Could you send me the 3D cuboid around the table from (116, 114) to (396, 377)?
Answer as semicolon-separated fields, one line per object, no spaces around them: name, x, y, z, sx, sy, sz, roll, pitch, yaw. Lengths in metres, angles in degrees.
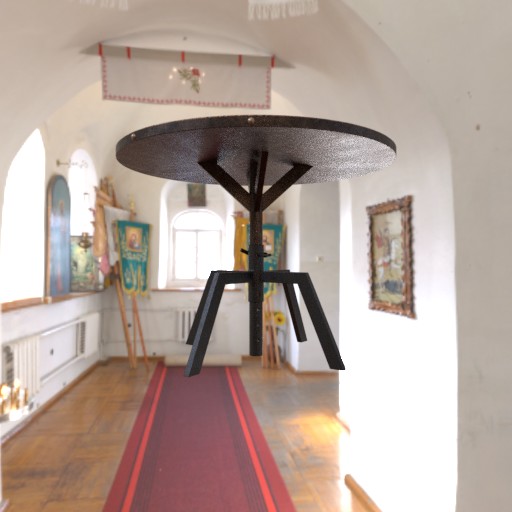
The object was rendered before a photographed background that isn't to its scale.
table;0.000;0.000;1.466;0.885;0.658;0.885;0;0;0
